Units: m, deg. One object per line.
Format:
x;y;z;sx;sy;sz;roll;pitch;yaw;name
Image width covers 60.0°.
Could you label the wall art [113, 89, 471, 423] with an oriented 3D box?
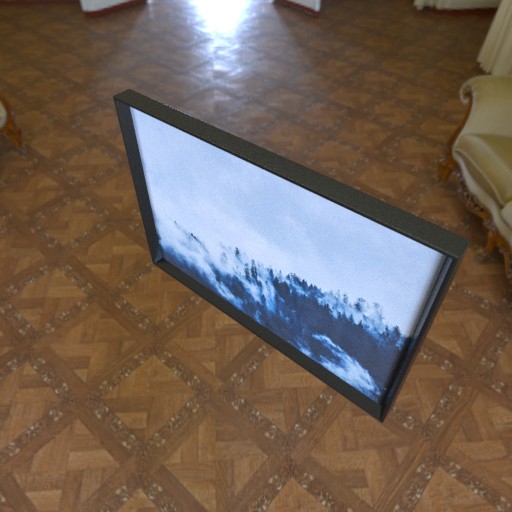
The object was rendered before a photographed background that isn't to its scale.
0.000;0.000;1.202;0.939;0.640;0.058;31;53;27;wall art
